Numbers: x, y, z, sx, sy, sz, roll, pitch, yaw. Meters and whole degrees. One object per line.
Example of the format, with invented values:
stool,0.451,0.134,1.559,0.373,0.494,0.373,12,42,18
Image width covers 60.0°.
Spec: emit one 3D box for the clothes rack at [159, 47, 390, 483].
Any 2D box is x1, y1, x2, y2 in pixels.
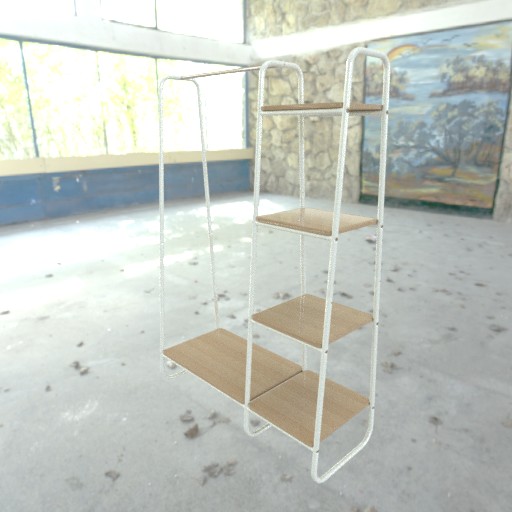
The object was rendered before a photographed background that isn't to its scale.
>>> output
clothes rack,0.000,0.000,1.882,0.400,1.500,1.011,-15,22,-42
